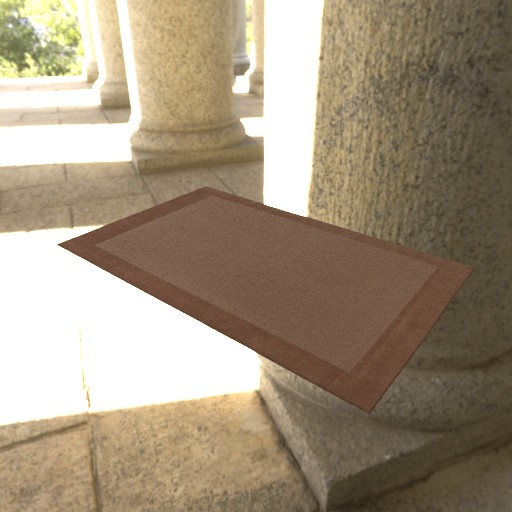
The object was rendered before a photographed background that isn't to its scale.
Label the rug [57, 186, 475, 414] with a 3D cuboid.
[{"bbox_3d":[0.000,0.000,3.030,2.438,0.014,1.524,21,35,33],"label":"rug"}]
